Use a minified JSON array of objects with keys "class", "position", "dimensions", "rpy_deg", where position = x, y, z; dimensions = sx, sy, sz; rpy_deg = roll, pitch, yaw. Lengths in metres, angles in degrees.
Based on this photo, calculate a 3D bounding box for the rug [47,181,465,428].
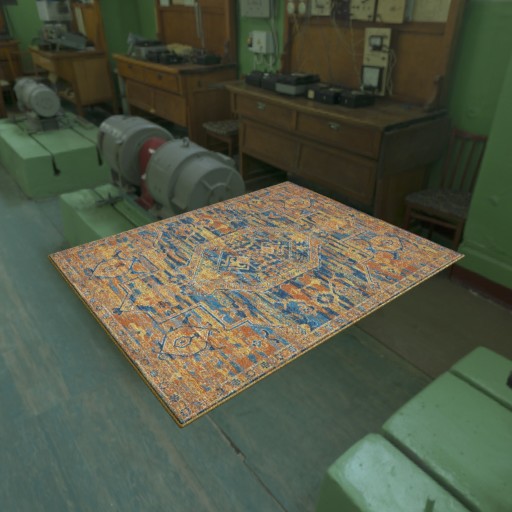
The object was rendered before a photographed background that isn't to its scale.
[{"class":"rug","position":[0.000,0.000,4.122],"dimensions":[3.040,0.031,2.435],"rpy_deg":[-22,37,-33]}]
